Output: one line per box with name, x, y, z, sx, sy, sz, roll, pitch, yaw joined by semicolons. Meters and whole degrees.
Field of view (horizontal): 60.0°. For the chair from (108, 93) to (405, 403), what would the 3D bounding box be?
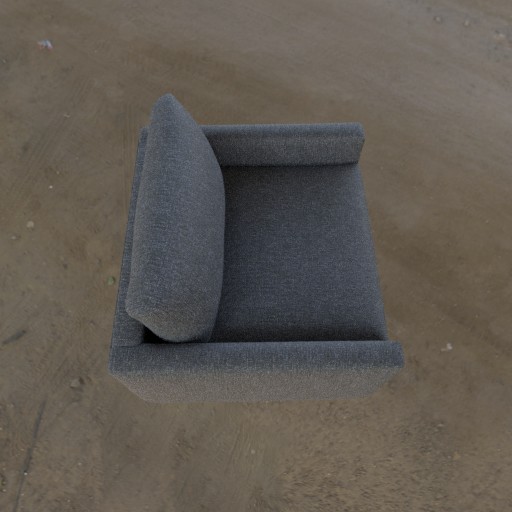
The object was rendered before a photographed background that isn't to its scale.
chair;0.000;0.000;1.629;0.866;0.861;0.963;-1;62;-1
